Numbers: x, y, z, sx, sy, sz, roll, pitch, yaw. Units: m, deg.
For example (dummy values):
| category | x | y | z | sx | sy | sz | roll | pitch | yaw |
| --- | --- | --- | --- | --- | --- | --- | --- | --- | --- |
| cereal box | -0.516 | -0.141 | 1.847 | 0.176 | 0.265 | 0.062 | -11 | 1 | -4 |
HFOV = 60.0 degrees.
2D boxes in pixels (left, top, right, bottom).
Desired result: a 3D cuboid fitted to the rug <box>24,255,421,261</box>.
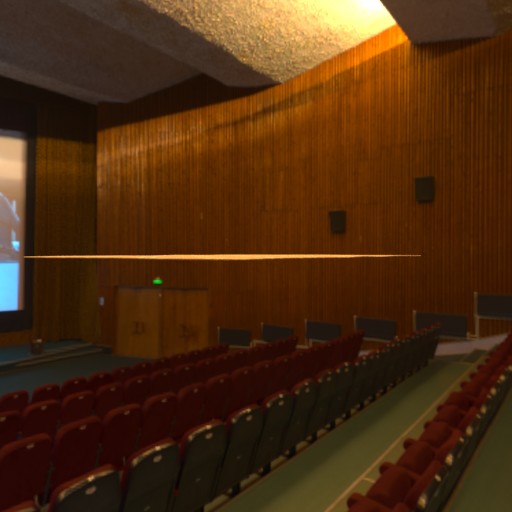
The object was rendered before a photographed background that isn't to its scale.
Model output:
| category | x | y | z | sx | sy | sz | roll | pitch | yaw |
| --- | --- | --- | --- | --- | --- | --- | --- | --- | --- |
| rug | 0.000 | 0.000 | 2.211 | 1.146 | 0.010 | 1.745 | 0 | 1 | 36 |
